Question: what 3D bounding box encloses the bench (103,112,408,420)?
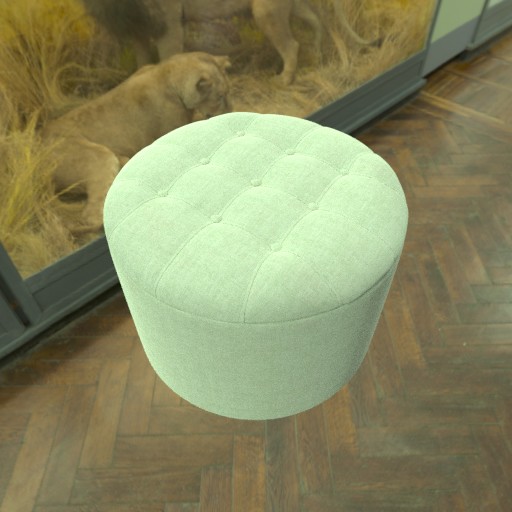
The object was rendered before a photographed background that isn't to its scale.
[{"bbox_3d":[0.000,0.000,1.017,0.600,0.453,0.600,0,47,0],"label":"bench"}]
